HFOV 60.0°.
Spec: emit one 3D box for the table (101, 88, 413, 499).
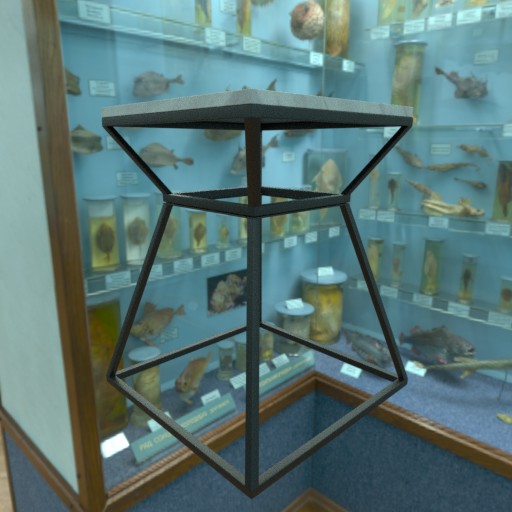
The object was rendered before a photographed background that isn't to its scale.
[{"bbox_3d":[0.000,0.000,0.877,0.455,0.559,0.455,-13,19,-42],"label":"table"}]
